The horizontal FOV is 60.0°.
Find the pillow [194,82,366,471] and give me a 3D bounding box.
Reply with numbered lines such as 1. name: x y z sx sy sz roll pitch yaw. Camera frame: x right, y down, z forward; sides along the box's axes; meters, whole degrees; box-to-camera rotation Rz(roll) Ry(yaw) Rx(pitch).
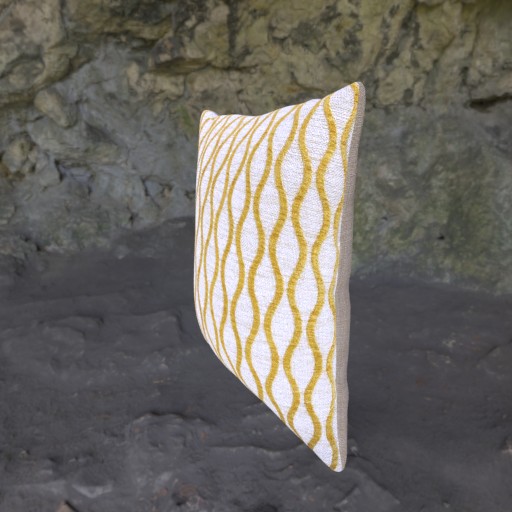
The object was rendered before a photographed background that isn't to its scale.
1. pillow: 0.000 0.000 0.650 0.159 0.436 0.429 -7 16 -26
